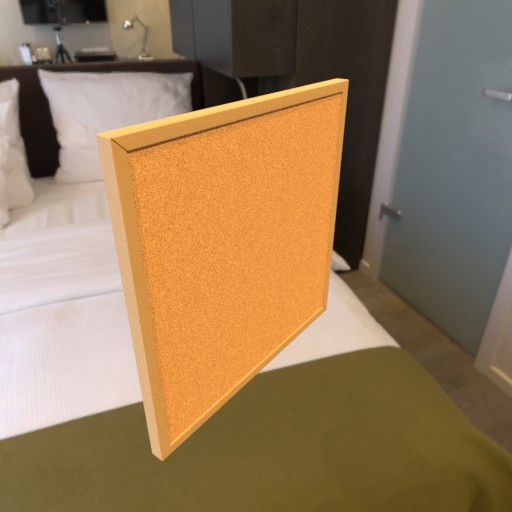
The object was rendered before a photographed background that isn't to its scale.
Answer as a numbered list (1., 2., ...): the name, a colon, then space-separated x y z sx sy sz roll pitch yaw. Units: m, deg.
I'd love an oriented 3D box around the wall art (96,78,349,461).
1. wall art: 0.000 0.000 1.127 0.037 0.761 0.761 21 36 32
